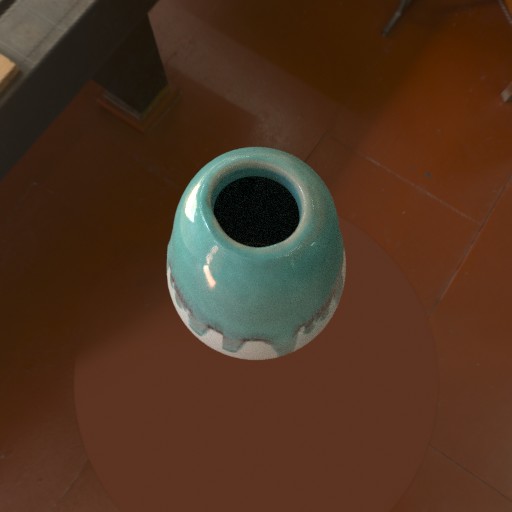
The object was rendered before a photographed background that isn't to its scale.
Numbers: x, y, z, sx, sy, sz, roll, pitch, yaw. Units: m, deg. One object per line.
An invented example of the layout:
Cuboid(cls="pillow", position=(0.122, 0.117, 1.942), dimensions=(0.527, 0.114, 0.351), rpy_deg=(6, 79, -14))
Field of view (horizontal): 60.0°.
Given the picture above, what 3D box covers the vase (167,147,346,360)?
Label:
Cuboid(cls="vase", position=(0.000, 0.000, 0.256), dimensions=(0.116, 0.179, 0.116), rpy_deg=(0, 76, 0))
